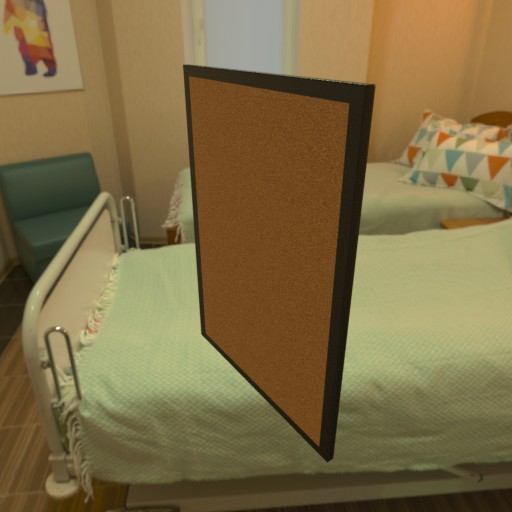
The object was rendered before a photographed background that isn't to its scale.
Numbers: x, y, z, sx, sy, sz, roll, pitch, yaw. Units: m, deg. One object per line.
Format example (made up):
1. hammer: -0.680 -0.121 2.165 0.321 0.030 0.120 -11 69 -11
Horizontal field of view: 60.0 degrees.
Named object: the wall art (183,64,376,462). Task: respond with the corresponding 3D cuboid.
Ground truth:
1. wall art: 0.000 0.000 0.855 0.016 0.657 0.480 -18 32 -31
